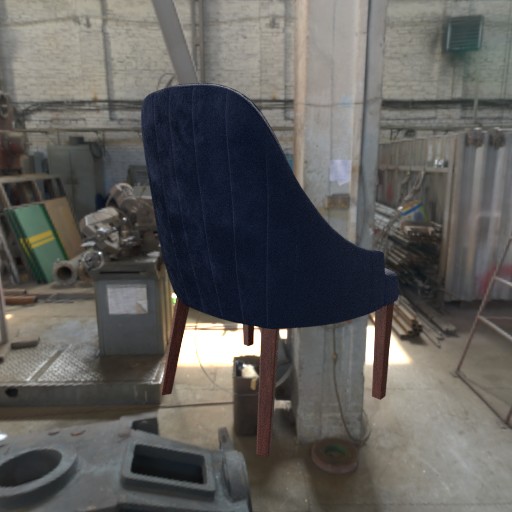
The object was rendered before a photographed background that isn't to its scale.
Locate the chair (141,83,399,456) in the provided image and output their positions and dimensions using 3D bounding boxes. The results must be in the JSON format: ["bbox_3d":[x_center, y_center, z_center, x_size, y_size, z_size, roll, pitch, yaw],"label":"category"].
[{"bbox_3d":[0.000,0.000,1.301,0.643,0.889,0.575,12,17,43],"label":"chair"}]
